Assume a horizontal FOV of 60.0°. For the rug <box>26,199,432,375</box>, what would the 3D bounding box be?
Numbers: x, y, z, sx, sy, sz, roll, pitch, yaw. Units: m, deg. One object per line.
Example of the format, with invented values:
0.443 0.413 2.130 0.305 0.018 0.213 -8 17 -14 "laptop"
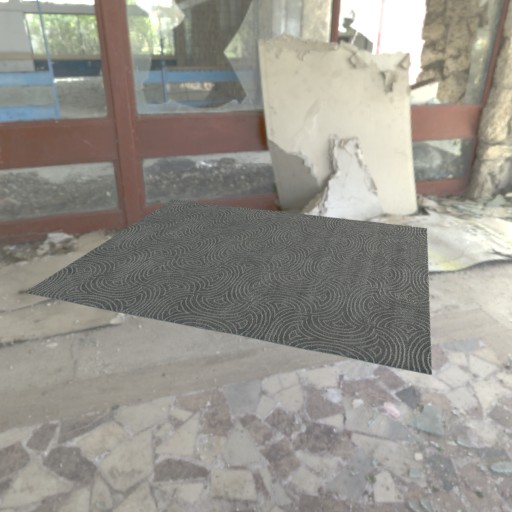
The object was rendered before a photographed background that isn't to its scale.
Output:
0.000 0.000 4.132 3.042 0.021 2.456 8 27 17 "rug"
